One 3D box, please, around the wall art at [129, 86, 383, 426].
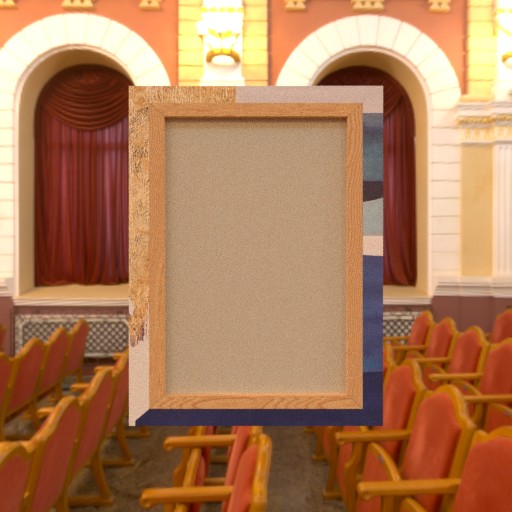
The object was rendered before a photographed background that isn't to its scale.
[{"bbox_3d":[0.000,0.000,0.811,0.458,0.613,0.026,0,0,0],"label":"wall art"}]
